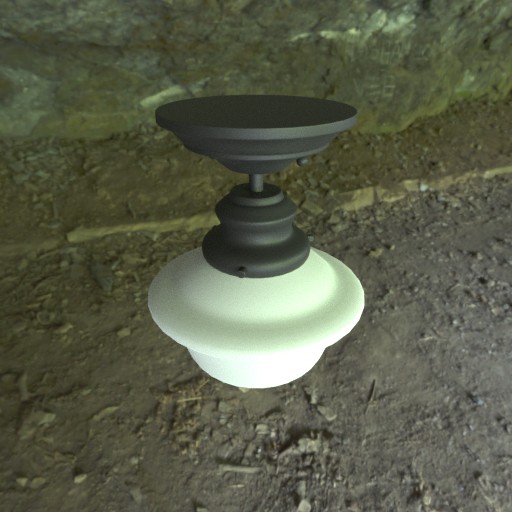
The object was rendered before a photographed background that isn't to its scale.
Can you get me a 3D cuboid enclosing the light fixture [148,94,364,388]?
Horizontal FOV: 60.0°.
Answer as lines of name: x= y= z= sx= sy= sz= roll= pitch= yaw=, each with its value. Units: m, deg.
light fixture: x=0.000 y=0.000 z=0.396 sx=0.197 sy=0.254 sz=0.197 roll=0 pitch=27 yaw=0
